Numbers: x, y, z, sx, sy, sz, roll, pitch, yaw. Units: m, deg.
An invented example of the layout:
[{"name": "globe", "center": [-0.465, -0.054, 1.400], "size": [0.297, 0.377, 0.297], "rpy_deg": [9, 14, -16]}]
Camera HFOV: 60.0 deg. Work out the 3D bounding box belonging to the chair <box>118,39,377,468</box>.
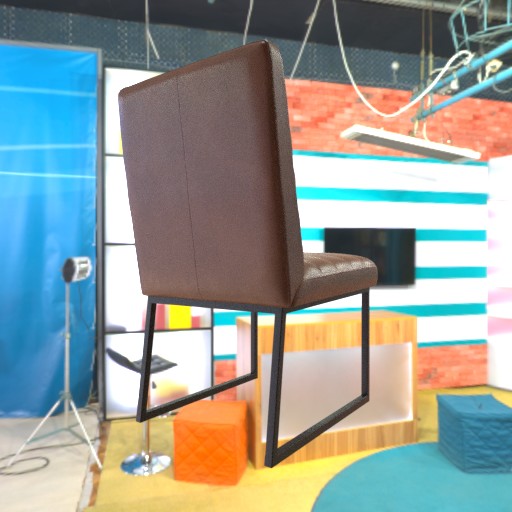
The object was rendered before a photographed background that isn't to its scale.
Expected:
[{"name": "chair", "center": [0.000, 0.000, 1.313], "size": [0.520, 0.930, 0.634], "rpy_deg": [0, 0, 36]}]
